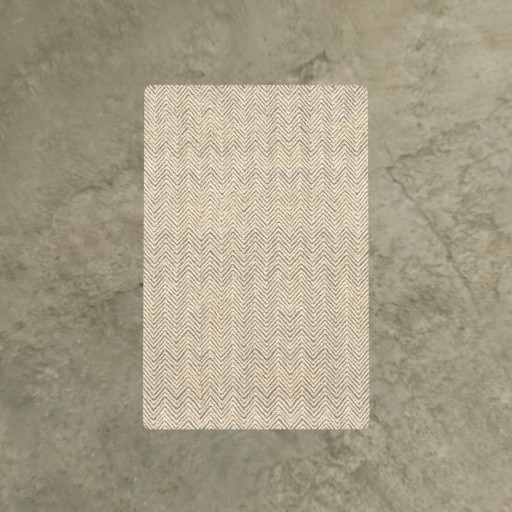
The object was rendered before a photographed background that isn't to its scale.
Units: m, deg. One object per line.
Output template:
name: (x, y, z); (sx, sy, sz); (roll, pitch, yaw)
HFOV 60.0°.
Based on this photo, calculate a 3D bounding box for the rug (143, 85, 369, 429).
rug: (0.000, 0.000, 2.258); (1.144, 0.008, 1.752); (0, 89, 0)
